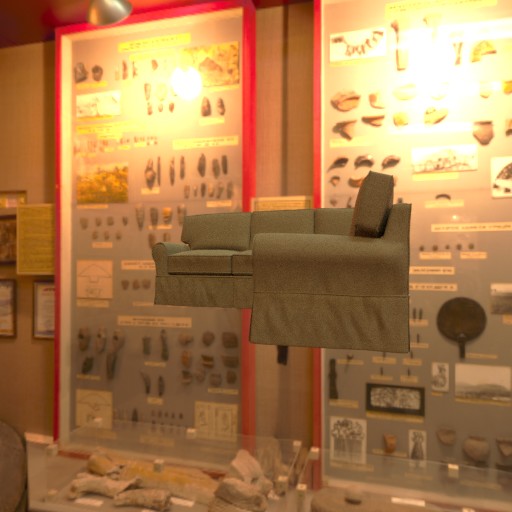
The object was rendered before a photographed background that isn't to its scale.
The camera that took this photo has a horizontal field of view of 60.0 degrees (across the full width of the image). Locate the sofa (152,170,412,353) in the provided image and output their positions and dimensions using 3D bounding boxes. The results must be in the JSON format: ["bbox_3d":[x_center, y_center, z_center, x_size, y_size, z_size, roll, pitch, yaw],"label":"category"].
[{"bbox_3d":[0.000,0.000,4.076,2.618,1.081,2.623,0,0,17],"label":"sofa"}]
